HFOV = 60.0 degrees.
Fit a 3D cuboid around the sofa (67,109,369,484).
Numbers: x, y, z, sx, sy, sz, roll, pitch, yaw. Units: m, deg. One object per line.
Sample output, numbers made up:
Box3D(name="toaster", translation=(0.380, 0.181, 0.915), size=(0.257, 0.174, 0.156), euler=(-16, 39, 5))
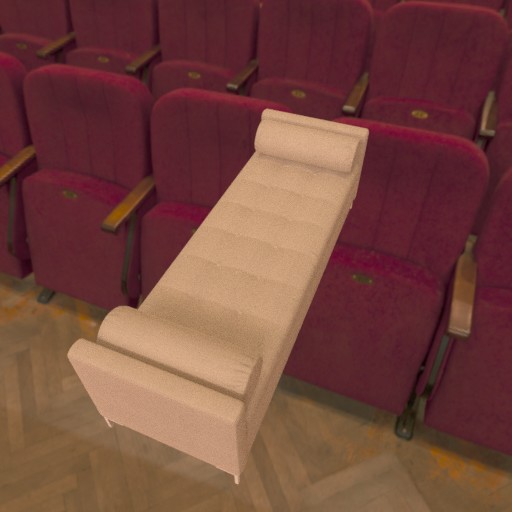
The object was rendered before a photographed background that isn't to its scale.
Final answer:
Box3D(name="sofa", translation=(0.000, 0.000, 2.361), size=(0.686, 0.635, 1.981), euler=(17, 48, 15))
